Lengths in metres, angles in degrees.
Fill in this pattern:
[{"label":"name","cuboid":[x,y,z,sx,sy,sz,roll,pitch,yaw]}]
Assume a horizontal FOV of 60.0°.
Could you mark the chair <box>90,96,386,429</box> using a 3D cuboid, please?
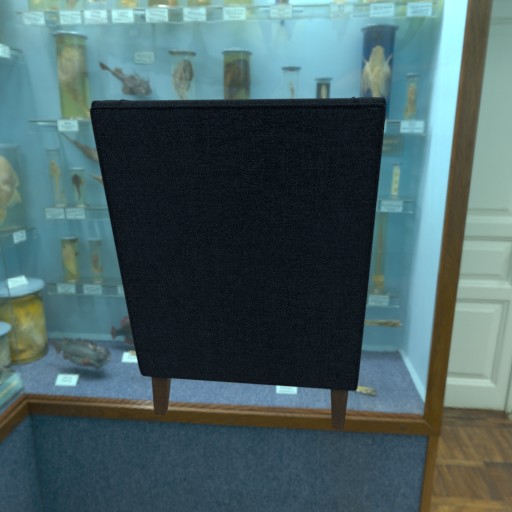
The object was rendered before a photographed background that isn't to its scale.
[{"label":"chair","cuboid":[0.000,0.000,1.687,0.764,1.072,0.947,2,15,7]}]
